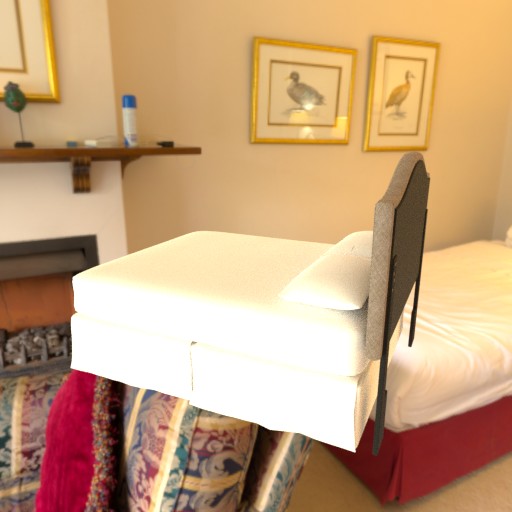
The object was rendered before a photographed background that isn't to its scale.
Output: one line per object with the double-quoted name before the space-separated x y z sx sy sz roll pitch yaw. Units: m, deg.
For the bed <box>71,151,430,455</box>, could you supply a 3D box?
"bed" 0.000 0.000 3.223 2.153 1.518 1.713 8 17 25
